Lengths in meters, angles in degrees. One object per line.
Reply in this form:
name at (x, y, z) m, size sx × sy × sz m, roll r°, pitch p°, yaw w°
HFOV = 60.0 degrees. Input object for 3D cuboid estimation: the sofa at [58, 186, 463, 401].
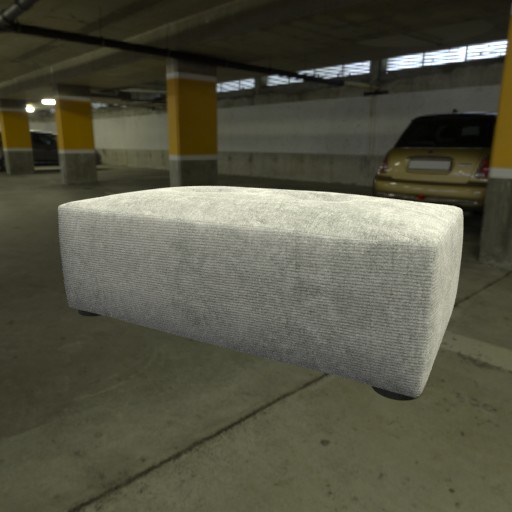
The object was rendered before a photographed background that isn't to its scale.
sofa at (0.000, 0.000, 1.139) m, size 0.930 × 0.330 × 0.480 m, roll 8°, pitch 16°, yaw 28°
